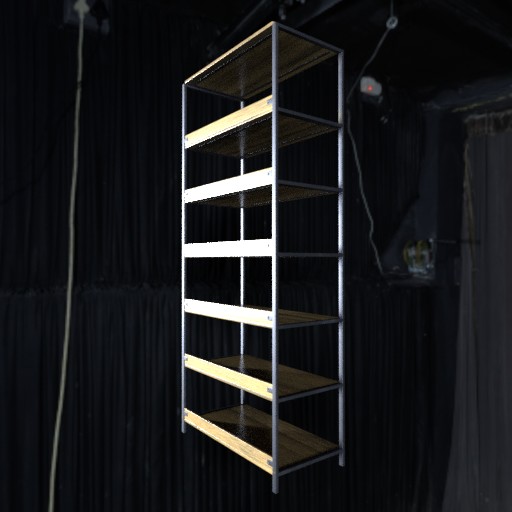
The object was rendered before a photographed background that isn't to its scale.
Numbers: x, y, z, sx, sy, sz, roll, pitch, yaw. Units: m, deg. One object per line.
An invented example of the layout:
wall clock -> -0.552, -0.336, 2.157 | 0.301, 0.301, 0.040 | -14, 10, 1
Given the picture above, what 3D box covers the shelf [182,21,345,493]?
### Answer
shelf -> 0.000, 0.000, 2.345 | 0.431, 2.015, 0.847 | 0, -1, -37
